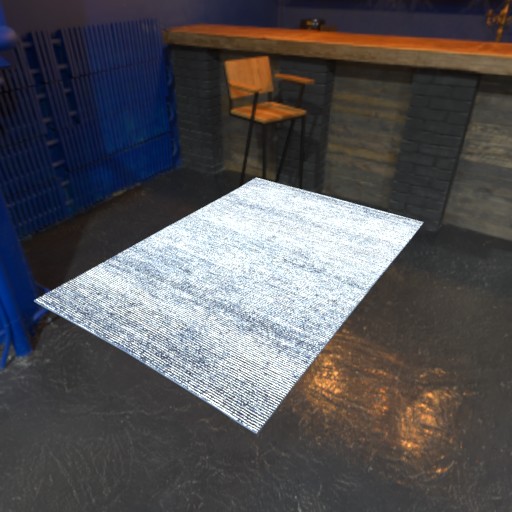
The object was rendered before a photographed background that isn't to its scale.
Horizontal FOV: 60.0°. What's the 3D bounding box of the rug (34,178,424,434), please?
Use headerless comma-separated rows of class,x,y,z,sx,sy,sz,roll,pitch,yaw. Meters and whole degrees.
rug,0.000,0.000,3.086,1.624,0.030,2.349,20,37,29
